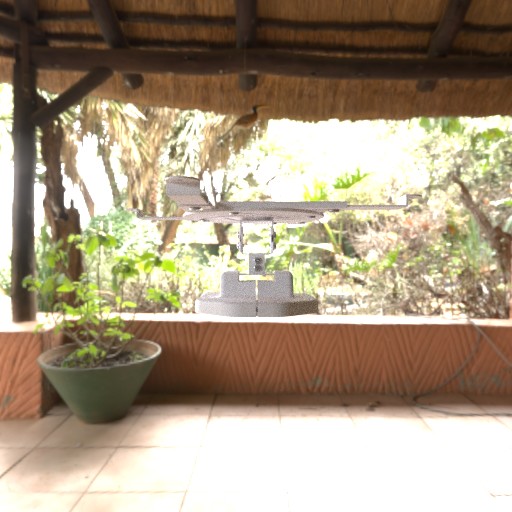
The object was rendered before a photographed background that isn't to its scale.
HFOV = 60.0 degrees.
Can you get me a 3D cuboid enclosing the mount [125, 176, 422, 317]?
[{"bbox_3d":[0.000,0.000,0.597,0.394,0.141,0.394,0,-1,0],"label":"mount"}]
